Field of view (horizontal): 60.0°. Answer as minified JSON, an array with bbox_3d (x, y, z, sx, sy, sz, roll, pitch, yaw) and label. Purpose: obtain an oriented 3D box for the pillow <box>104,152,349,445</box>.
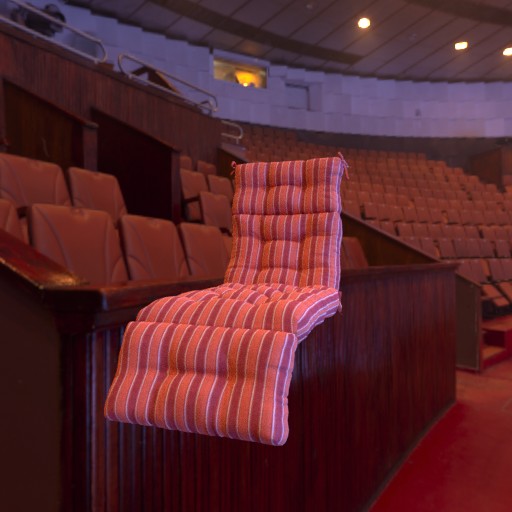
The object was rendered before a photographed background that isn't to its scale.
[{"bbox_3d":[0.000,0.000,1.519,0.526,0.863,1.016,0,0,19],"label":"pillow"}]
